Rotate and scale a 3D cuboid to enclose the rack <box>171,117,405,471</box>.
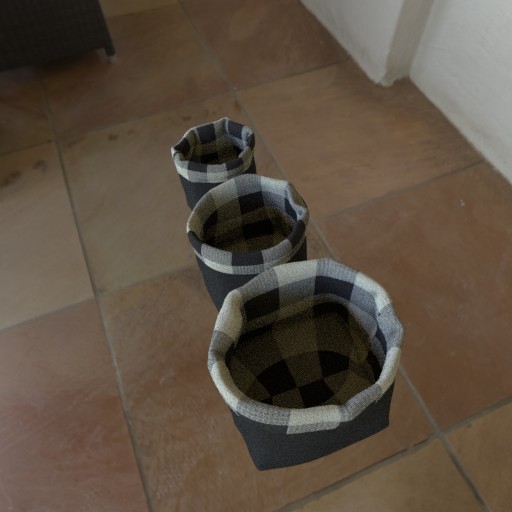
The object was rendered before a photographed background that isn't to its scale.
[{"bbox_3d":[0.000,0.000,1.056,0.370,0.329,0.889,-17,60,-10],"label":"rack"}]
